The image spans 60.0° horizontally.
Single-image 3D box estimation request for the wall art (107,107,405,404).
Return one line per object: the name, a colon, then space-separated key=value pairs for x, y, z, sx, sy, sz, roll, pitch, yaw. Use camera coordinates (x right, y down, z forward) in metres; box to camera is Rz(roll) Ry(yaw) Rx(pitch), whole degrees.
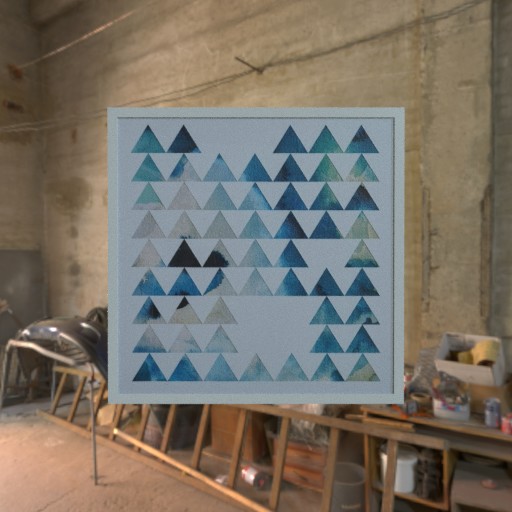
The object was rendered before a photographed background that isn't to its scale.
wall art: x=0.000 y=0.000 z=1.216 sx=0.809 sy=0.809 sz=0.012 roll=0 pitch=0 yaw=0
